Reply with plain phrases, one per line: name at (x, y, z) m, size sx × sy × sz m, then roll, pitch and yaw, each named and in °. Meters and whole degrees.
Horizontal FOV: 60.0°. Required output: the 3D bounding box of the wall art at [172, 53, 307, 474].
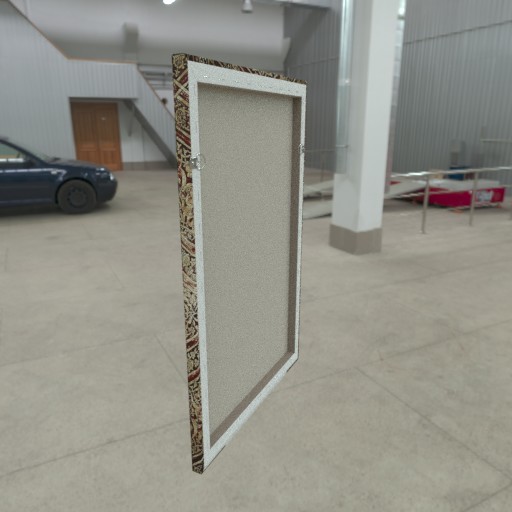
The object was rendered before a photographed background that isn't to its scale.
wall art at (0.000, 0.000, 1.166) m, size 0.030 × 0.904 × 0.599 m, roll 8°, pitch 18°, yaw 26°
